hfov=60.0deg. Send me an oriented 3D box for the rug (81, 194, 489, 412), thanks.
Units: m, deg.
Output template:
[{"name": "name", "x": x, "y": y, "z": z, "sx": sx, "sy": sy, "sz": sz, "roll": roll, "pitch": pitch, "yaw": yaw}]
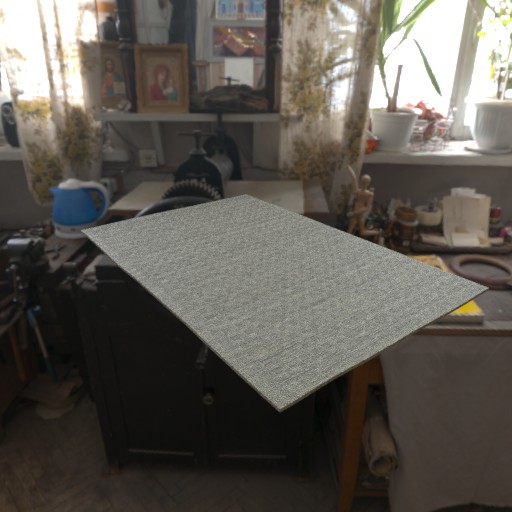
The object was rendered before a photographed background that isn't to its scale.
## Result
[{"name": "rug", "x": 0.000, "y": 0.000, "z": 2.880, "sx": 1.532, "sy": 0.018, "sz": 2.297, "roll": -18, "pitch": 30, "yaw": -34}]
